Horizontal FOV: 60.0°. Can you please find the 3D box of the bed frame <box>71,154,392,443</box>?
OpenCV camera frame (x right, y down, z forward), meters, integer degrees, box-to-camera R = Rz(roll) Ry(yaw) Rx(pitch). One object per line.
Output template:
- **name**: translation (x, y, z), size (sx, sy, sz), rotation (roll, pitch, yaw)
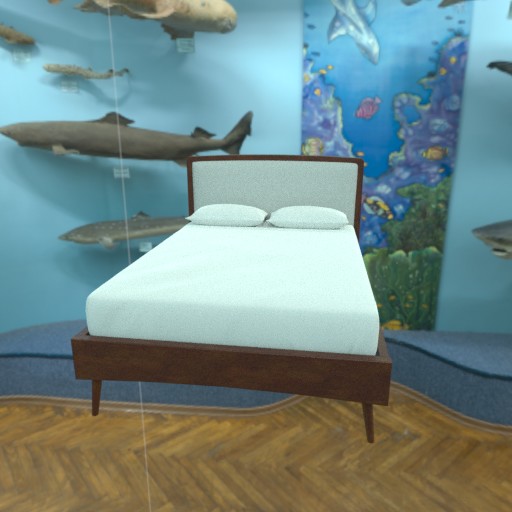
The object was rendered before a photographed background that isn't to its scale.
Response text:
- **bed frame**: translation (0.000, 0.000, 3.133), size (1.587, 1.279, 2.171), rotation (2, 16, 8)
